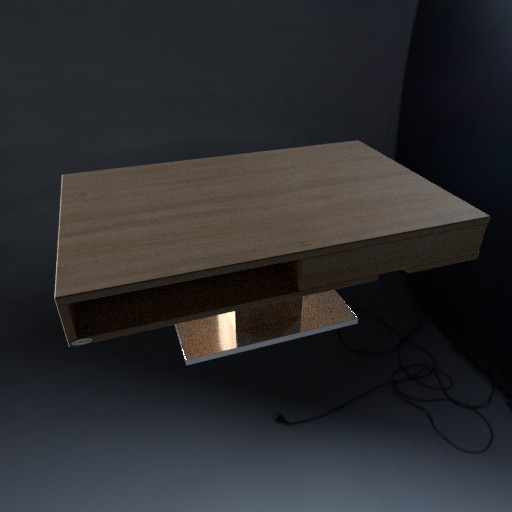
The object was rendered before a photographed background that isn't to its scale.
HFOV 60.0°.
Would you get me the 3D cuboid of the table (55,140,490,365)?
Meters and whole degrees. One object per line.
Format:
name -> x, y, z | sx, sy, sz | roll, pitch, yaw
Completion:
table -> 0.000, 0.000, 1.440 | 1.100, 0.440, 0.700 | -10, 34, -16
